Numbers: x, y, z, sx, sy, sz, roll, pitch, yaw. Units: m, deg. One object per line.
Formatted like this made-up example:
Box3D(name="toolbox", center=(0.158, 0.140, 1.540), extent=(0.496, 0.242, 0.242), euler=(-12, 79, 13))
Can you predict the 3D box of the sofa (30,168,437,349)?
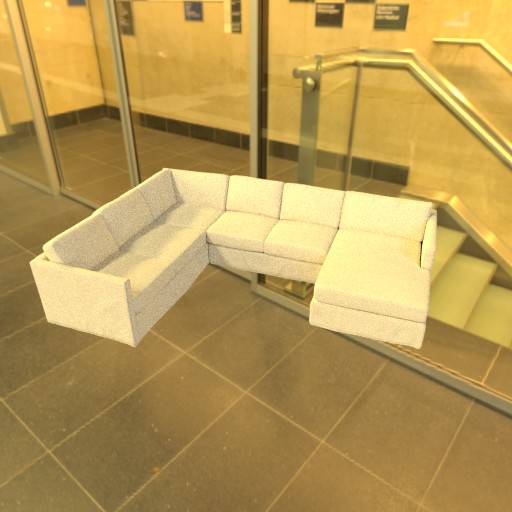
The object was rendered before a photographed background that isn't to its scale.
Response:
Box3D(name="sofa", center=(0.000, 0.000, 4.558), extent=(3.460, 0.882, 2.427), euler=(10, 32, 17))
